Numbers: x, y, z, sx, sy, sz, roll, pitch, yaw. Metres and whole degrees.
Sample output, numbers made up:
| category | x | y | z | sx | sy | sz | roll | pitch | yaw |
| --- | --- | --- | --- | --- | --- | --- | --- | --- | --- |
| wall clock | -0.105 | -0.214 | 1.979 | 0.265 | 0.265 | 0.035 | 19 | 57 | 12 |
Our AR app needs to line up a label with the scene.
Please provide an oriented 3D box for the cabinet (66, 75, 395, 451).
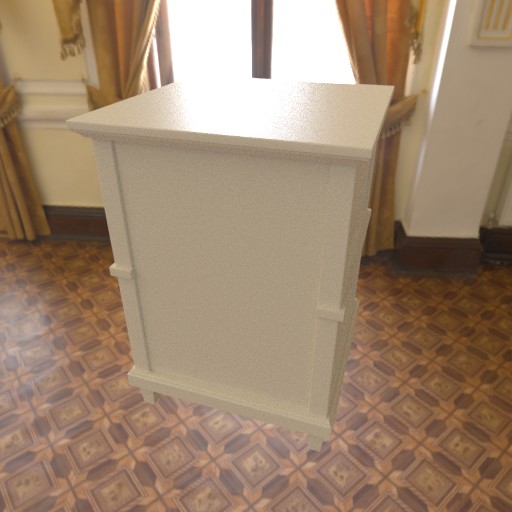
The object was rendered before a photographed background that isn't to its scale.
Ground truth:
| category | x | y | z | sx | sy | sz | roll | pitch | yaw |
| --- | --- | --- | --- | --- | --- | --- | --- | --- | --- |
| cabinet | 0.000 | 0.000 | 1.146 | 0.544 | 0.775 | 0.547 | 10 | 32 | 16 |
